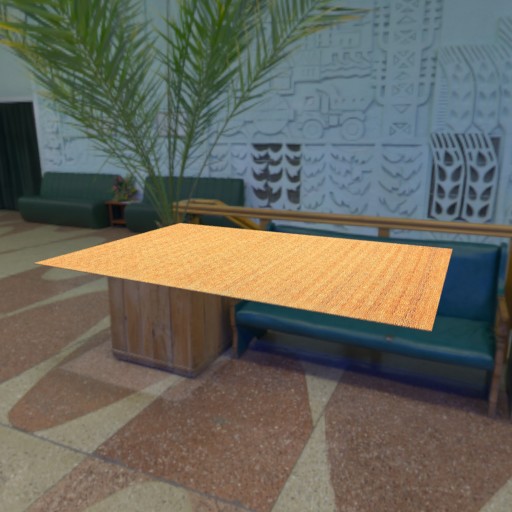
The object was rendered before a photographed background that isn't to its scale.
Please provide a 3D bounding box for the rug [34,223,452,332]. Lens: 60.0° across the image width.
[{"bbox_3d":[0.000,0.000,2.897,2.285,0.006,1.524,7,16,25],"label":"rug"}]
